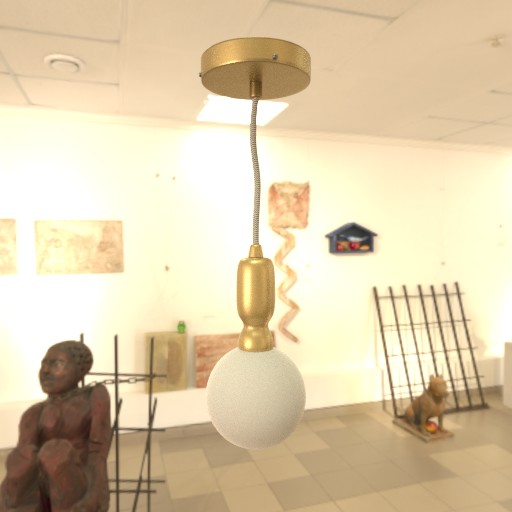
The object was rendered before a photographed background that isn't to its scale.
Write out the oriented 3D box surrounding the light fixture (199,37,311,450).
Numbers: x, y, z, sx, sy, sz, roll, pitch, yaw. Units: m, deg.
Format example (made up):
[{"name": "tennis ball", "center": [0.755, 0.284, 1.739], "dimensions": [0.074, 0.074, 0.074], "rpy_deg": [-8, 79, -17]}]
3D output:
[{"name": "light fixture", "center": [0.000, 0.000, 0.589], "dimensions": [0.147, 0.510, 0.146], "rpy_deg": [-1, 2, -18]}]
